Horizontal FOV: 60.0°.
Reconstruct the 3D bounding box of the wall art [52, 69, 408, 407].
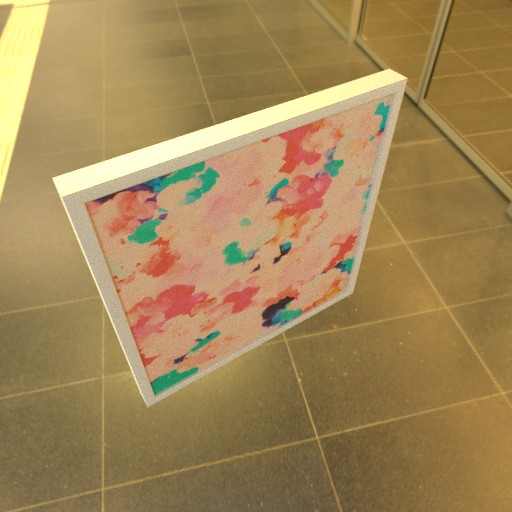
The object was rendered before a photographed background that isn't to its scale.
[{"bbox_3d":[0.000,0.000,0.752,0.506,0.505,0.038,-25,52,-22],"label":"wall art"}]
